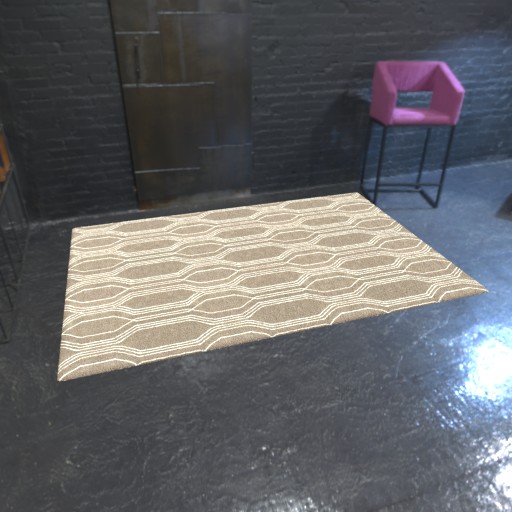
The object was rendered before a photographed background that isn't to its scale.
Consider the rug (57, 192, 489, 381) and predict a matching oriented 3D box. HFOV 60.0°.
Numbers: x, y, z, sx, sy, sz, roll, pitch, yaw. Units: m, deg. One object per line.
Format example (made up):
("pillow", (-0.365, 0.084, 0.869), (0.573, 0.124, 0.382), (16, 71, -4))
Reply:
("rug", (0.000, 0.000, 2.288), (1.836, 0.012, 1.239), (-9, 31, -15))
